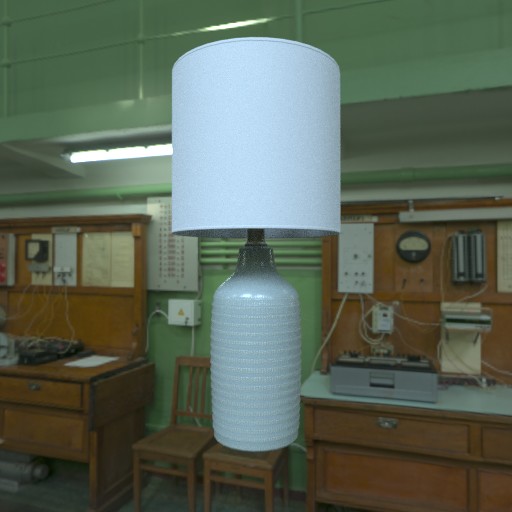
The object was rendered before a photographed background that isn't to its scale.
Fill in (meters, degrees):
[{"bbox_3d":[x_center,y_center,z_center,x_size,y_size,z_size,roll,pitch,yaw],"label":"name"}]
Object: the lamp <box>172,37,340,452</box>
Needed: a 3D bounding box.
[{"bbox_3d":[0.000,0.000,0.590,0.220,0.475,0.220,0,-1,17],"label":"lamp"}]
